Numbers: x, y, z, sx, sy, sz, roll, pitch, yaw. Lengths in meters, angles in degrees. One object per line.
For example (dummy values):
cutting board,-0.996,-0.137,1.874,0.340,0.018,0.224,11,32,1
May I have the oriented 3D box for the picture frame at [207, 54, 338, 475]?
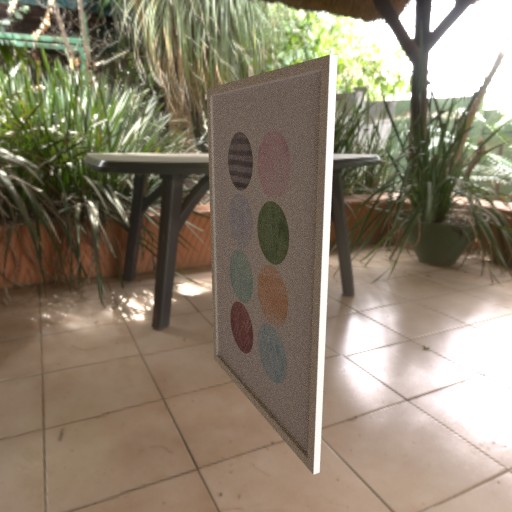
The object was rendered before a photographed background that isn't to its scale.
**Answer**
picture frame,0.000,0.000,0.867,0.013,0.657,0.457,-7,16,-26
